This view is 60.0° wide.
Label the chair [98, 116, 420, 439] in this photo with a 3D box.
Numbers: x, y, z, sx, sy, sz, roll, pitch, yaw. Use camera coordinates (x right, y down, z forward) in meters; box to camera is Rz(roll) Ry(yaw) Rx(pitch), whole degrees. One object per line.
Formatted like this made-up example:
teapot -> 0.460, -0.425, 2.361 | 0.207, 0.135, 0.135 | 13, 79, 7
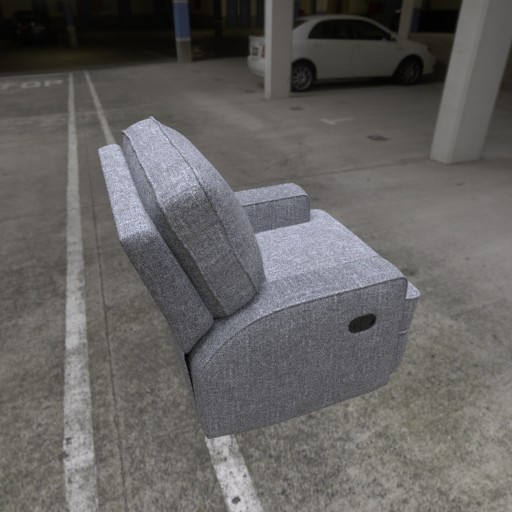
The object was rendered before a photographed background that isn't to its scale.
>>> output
chair -> 0.000, 0.000, 1.662 | 0.964, 0.962, 0.861 | -11, 33, -18
